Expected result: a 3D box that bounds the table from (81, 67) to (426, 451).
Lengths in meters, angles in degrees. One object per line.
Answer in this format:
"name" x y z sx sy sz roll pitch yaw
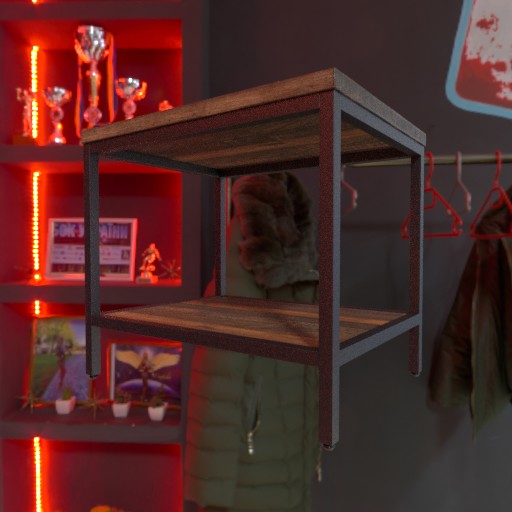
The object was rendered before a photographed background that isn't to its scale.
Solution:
"table" 0.000 0.000 1.108 0.678 0.612 0.524 1 2 36
